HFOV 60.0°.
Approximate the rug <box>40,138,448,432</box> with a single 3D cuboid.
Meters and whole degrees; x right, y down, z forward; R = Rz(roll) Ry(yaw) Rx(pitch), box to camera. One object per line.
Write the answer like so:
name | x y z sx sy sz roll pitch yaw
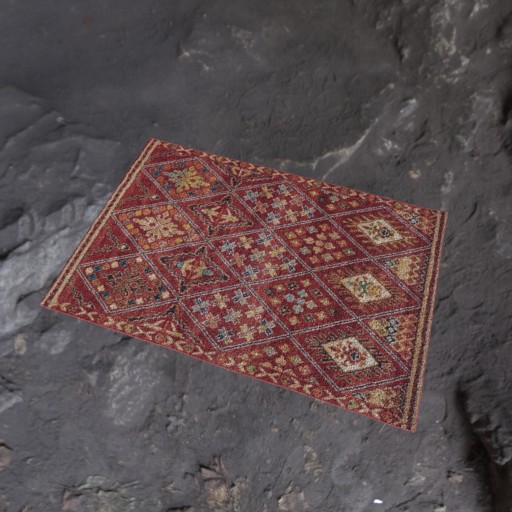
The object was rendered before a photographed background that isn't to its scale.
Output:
rug | 0.000 0.000 2.886 2.286 0.026 1.521 16 60 10
